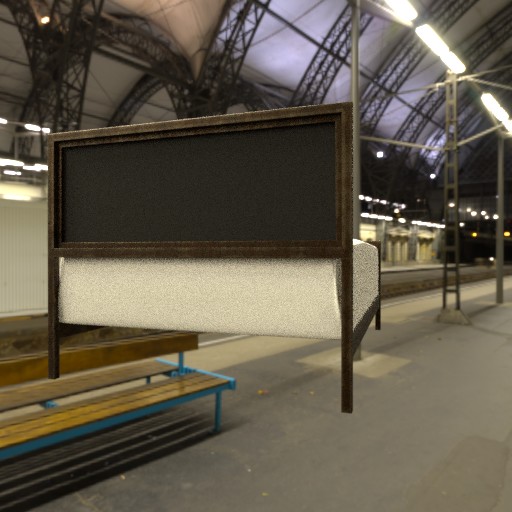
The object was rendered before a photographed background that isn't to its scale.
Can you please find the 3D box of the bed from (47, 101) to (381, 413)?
[{"bbox_3d":[0.000,0.000,3.170,1.607,1.313,2.221,0,0,19],"label":"bed"}]
